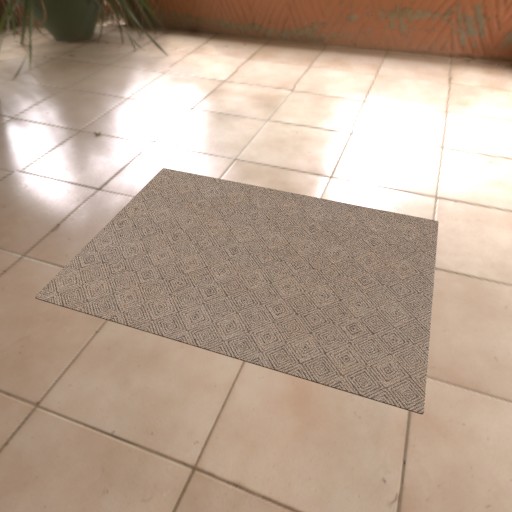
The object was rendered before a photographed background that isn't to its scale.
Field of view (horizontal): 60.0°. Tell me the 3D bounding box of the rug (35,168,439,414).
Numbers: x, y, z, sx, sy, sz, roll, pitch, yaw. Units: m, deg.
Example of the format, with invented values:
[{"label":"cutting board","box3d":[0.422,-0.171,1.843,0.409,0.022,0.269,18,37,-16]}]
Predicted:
[{"label":"rug","box3d":[0.000,0.000,2.926,2.238,0.008,1.593,13,43,14]}]
